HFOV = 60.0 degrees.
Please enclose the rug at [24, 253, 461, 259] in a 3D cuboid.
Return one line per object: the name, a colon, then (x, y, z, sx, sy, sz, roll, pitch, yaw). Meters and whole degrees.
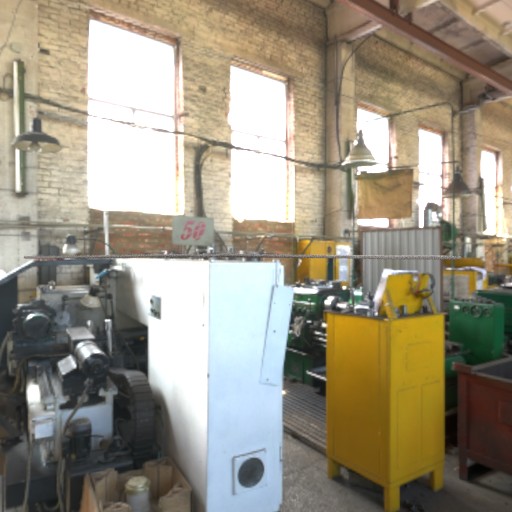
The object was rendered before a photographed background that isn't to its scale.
rug: (0.000, 0.000, 2.947, 2.307, 0.030, 1.604, 0, 0, 18)
